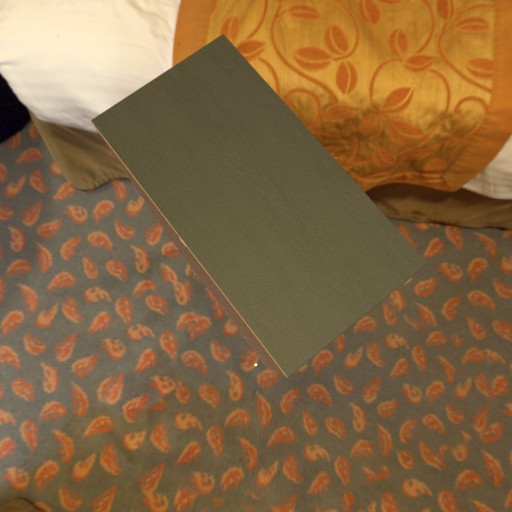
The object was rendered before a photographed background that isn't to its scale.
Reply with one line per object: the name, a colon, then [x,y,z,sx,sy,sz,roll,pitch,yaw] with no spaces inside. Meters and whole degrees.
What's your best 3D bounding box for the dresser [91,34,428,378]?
dresser: [0.000,0.000,1.562,0.399,1.255,0.704,-37,79,-8]
